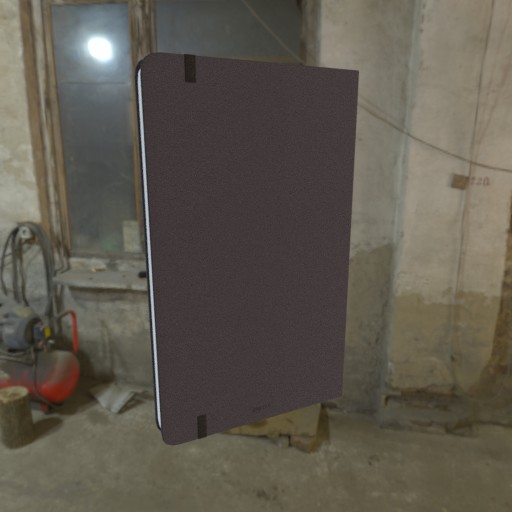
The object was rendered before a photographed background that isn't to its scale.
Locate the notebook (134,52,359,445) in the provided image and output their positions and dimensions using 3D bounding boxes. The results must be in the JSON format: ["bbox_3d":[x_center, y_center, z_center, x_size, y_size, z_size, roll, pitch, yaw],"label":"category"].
[{"bbox_3d":[0.000,0.000,0.263,0.127,0.213,0.016,-7,15,-25],"label":"notebook"}]
